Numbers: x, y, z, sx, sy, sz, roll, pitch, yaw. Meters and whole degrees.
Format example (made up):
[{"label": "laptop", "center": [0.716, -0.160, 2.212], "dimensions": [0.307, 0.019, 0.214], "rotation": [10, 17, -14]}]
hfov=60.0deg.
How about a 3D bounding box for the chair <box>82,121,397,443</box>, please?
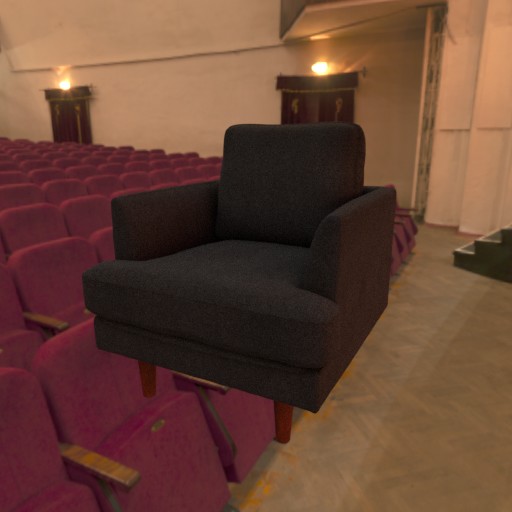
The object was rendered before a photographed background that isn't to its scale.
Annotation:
[{"label": "chair", "center": [0.000, 0.000, 1.627], "dimensions": [0.858, 0.957, 0.899], "rotation": [8, 17, 27]}]
